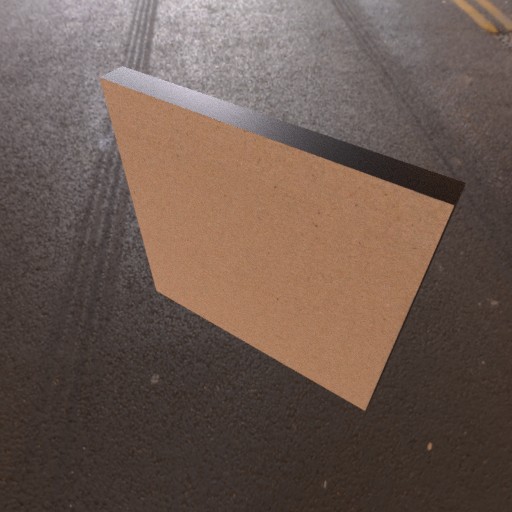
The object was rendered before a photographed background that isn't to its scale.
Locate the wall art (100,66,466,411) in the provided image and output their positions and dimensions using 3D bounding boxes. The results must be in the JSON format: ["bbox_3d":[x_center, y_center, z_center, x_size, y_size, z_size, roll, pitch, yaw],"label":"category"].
[{"bbox_3d":[0.000,0.000,0.474,0.327,0.318,0.029,26,52,22],"label":"wall art"}]
